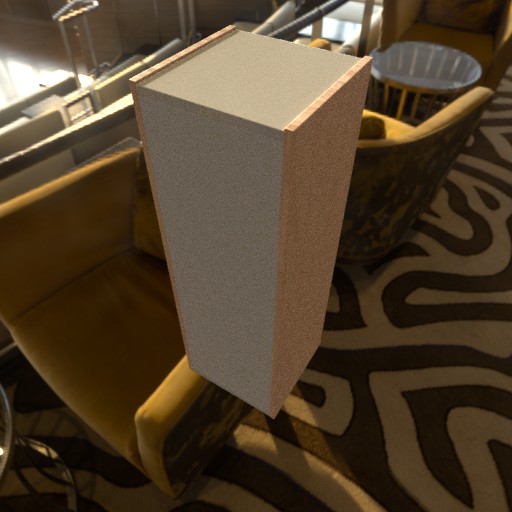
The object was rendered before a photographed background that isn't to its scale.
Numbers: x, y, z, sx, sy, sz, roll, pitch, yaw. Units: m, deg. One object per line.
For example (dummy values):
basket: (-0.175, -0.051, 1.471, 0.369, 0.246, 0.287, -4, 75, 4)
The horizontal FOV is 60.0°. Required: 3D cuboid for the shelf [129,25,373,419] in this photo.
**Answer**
shelf: (0.000, 0.000, 1.062, 0.300, 0.900, 0.290, 24, 51, 22)
